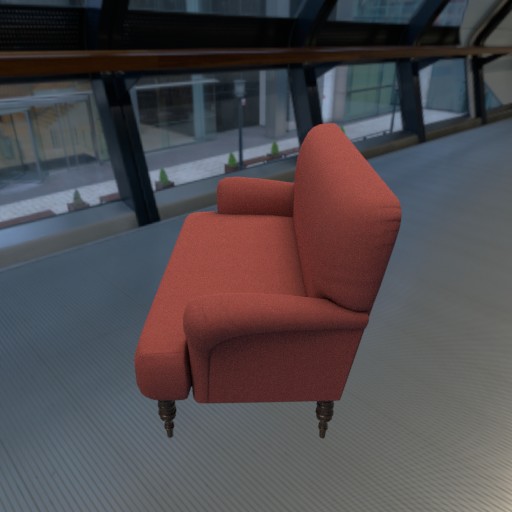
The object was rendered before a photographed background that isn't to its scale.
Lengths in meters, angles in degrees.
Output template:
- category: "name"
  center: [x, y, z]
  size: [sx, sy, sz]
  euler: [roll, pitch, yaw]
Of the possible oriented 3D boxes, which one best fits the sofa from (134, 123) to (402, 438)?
- category: "sofa"
  center: [0.000, 0.000, 1.852]
  size: [0.779, 0.889, 1.297]
  euler: [0, 27, 0]
